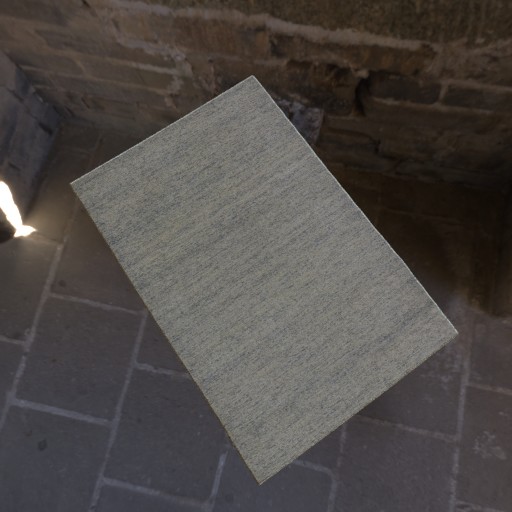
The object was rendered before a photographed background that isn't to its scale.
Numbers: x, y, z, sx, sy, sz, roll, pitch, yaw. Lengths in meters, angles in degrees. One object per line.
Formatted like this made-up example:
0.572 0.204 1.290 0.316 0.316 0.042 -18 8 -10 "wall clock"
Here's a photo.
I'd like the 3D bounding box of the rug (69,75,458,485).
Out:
0.000 0.000 2.876 1.523 0.017 2.263 -34 78 -8 "rug"
